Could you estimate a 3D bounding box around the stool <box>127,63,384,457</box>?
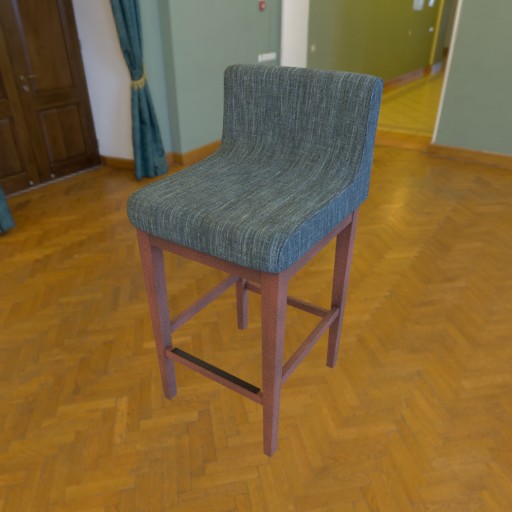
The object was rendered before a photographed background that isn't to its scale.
[{"bbox_3d":[0.000,0.000,1.107,0.395,0.835,0.459,18,35,28],"label":"stool"}]
